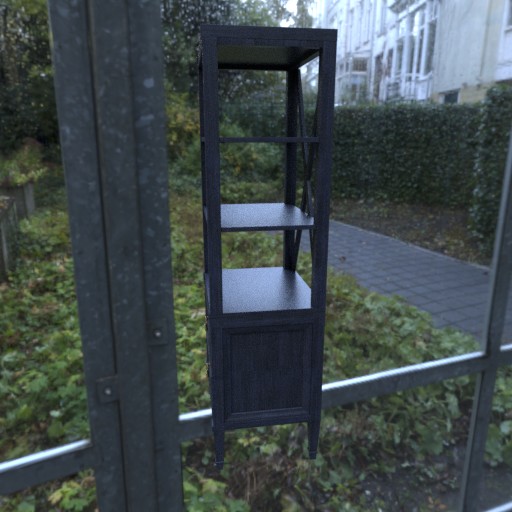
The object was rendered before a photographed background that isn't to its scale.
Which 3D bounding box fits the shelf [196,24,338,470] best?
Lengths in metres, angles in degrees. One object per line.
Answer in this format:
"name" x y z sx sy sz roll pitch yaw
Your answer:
"shelf" 0.000 0.000 1.969 0.472 1.727 0.584 -2 15 -8
